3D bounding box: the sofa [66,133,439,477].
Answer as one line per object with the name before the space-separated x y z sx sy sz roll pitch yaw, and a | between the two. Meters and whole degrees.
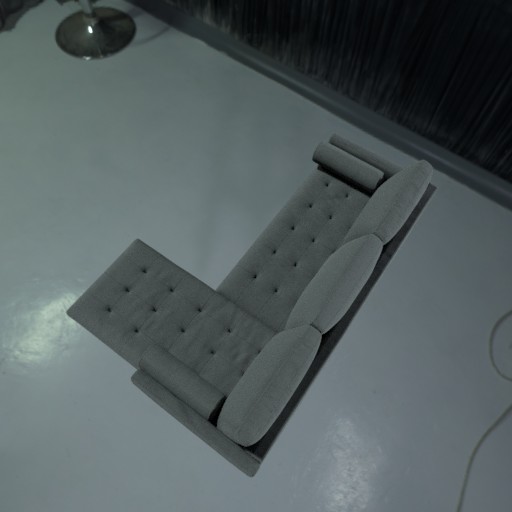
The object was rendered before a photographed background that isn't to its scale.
sofa | 0.000 0.000 2.931 1.506 0.876 2.178 32 67 15
